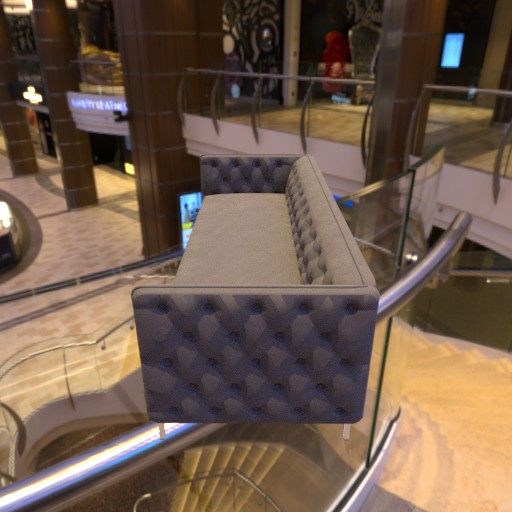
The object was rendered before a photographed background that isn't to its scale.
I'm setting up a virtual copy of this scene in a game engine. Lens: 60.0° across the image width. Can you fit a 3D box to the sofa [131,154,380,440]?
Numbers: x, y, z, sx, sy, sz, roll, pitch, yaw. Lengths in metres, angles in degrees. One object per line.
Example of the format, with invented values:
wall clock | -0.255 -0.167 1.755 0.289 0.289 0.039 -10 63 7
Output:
sofa | 0.000 0.000 2.677 0.895 0.771 2.209 0 25 0
